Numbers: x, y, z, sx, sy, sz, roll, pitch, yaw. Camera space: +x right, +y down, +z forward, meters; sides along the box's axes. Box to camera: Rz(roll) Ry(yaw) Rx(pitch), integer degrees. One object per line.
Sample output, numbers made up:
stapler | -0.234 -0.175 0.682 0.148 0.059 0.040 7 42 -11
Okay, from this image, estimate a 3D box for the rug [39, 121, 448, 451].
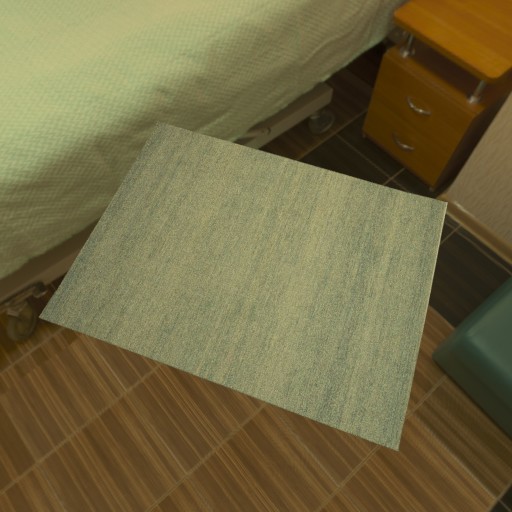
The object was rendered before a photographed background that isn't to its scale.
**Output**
rug | 0.000 0.000 4.195 3.237 0.046 2.461 18 64 9
